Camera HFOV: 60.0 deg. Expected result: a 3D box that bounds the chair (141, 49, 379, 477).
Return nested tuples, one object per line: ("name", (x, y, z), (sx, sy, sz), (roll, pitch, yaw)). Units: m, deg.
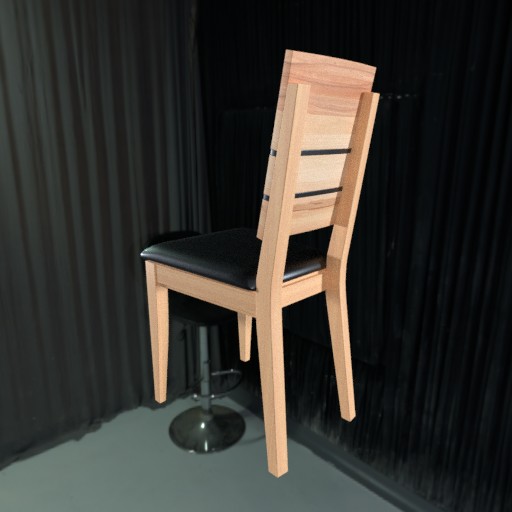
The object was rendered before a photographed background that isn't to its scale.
("chair", (0.000, 0.000, 1.204), (0.520, 0.940, 0.410), (15, 21, 43))
